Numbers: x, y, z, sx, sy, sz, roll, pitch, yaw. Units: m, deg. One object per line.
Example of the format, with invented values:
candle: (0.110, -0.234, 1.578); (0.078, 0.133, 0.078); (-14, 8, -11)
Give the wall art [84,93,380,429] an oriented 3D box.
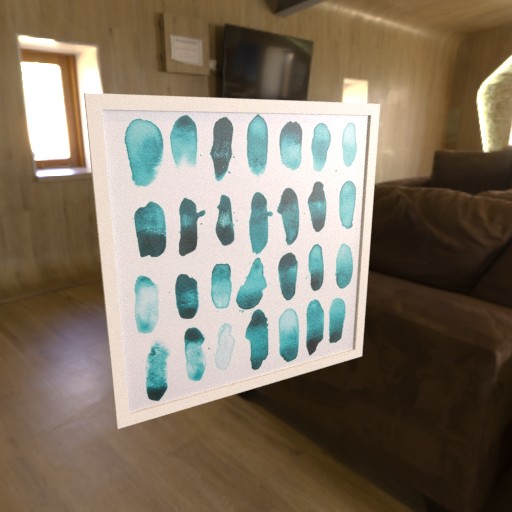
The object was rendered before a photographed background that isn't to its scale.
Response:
wall art: (0.000, 0.000, 0.837); (0.558, 0.559, 0.009); (-8, 18, -27)
